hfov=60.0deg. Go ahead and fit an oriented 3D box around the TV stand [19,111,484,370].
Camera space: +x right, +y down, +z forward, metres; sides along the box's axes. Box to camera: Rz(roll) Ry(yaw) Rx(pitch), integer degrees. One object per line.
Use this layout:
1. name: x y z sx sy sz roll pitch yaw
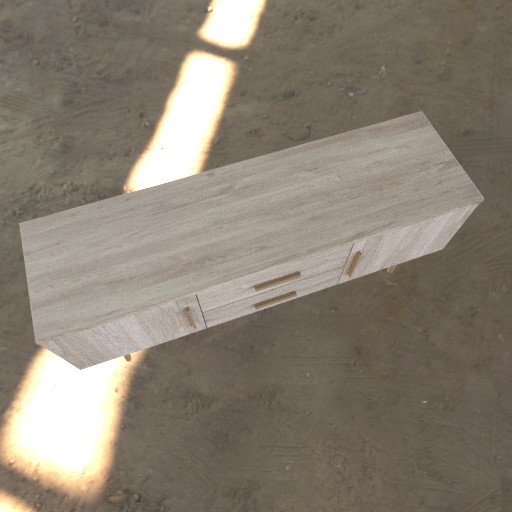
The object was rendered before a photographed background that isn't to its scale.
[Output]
1. TV stand: 0.000 0.000 1.549 1.313 0.565 0.401 -18 64 -9
